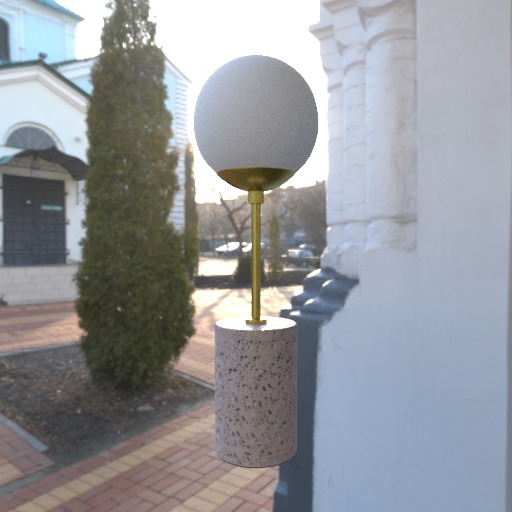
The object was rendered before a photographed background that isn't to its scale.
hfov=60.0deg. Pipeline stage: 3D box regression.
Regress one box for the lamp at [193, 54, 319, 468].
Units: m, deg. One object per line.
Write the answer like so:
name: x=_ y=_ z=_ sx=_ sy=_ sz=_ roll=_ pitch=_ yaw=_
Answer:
lamp: x=0.000 y=0.000 z=0.548 sx=0.153 sy=0.480 sz=0.153 roll=0 pitch=1 yaw=0
